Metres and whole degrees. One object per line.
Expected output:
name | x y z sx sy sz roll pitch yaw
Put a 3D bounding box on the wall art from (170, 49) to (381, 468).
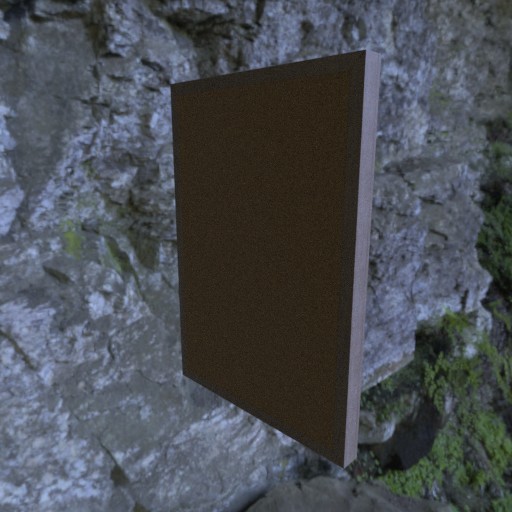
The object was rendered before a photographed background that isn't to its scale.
wall art | 0.000 0.000 0.654 0.356 0.509 0.031 13 19 43
